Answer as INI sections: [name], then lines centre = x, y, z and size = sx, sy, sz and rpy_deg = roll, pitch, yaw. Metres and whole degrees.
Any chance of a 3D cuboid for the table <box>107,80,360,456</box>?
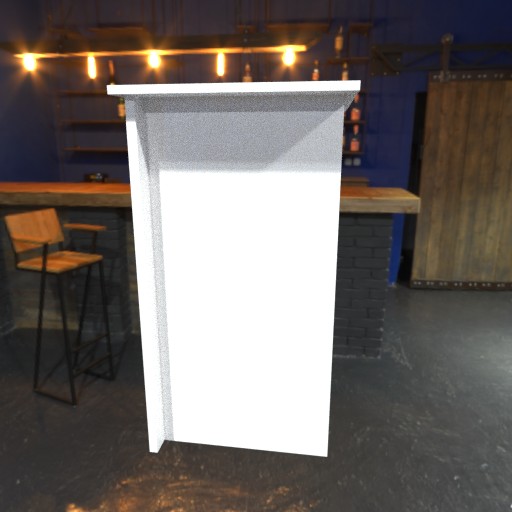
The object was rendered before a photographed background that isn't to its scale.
[table]
centre = 0.000, 0.000, 1.063
size = 0.406, 0.711, 0.589
rpy_deg = 2, 15, 8
